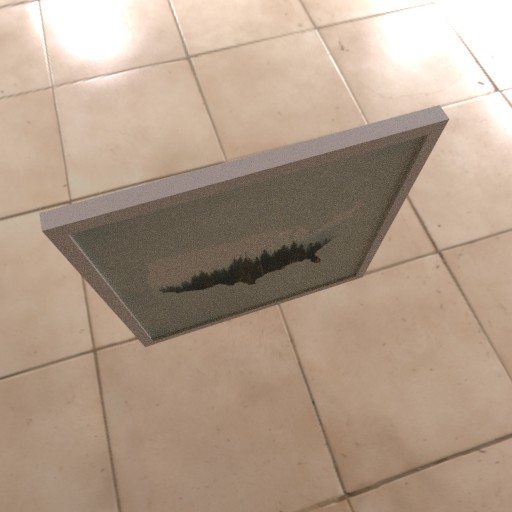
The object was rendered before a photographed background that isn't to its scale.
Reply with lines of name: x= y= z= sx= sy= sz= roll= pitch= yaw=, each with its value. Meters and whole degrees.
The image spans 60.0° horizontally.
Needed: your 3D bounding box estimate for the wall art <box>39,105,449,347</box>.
wall art: x=0.000 y=0.000 z=1.138 sx=0.762 sy=0.762 sz=0.038 roll=-17 pitch=65 yaw=-8
